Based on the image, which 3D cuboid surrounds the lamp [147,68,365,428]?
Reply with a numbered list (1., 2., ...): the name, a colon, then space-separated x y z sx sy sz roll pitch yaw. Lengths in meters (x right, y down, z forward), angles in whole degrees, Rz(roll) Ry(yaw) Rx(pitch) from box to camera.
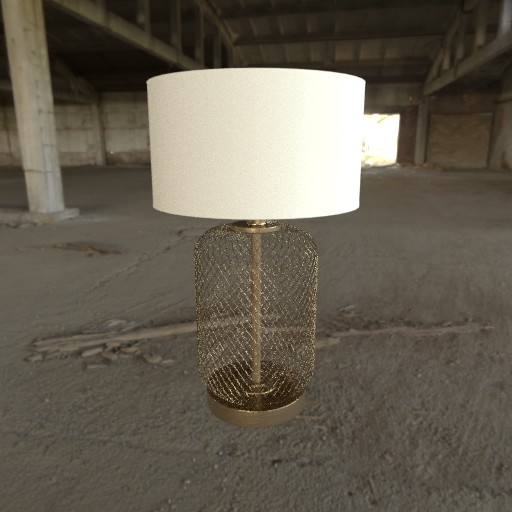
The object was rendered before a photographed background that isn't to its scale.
1. lamp: 0.000 0.000 0.801 0.353 0.578 0.353 0 14 0
